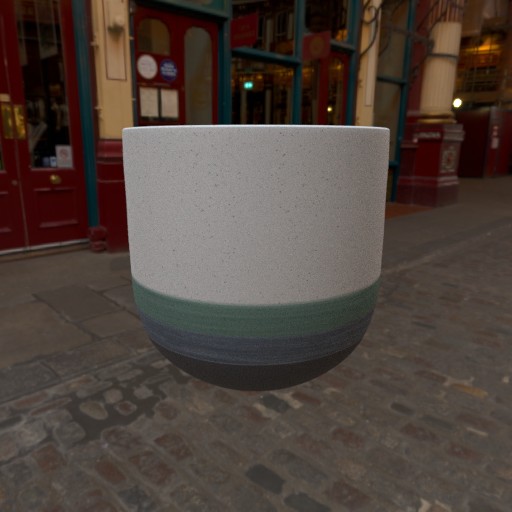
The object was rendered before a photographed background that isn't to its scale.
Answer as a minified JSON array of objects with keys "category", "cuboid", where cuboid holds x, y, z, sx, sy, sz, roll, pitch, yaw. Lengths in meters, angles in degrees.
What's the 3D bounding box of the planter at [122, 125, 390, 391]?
[{"category":"planter","cuboid":[0.000,0.000,0.492,0.268,0.270,0.268,0,14,0]}]
